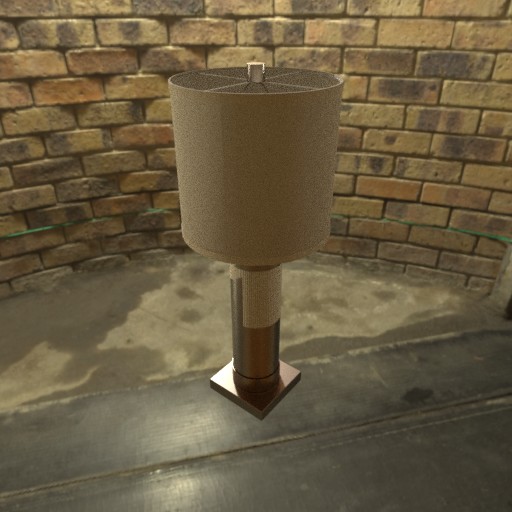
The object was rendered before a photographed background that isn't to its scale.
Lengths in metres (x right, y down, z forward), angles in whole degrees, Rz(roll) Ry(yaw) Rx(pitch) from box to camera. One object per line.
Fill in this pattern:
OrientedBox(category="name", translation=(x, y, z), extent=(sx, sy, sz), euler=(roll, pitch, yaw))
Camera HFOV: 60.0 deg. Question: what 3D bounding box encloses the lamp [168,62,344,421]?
OrientedBox(category="lamp", translation=(0.000, 0.000, 0.635), extent=(0.202, 0.509, 0.202), euler=(22, 37, 33))
